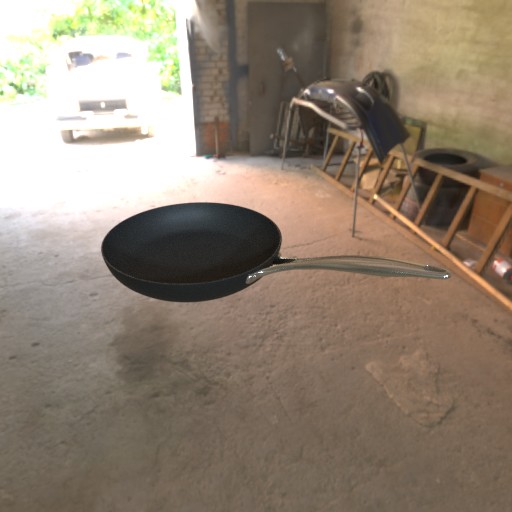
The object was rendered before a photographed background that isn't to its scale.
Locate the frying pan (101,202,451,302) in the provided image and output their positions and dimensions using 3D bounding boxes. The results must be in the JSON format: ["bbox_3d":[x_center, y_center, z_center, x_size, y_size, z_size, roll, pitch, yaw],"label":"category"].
[{"bbox_3d":[0.000,0.000,0.587,0.472,0.105,0.255,18,34,29],"label":"frying pan"}]
